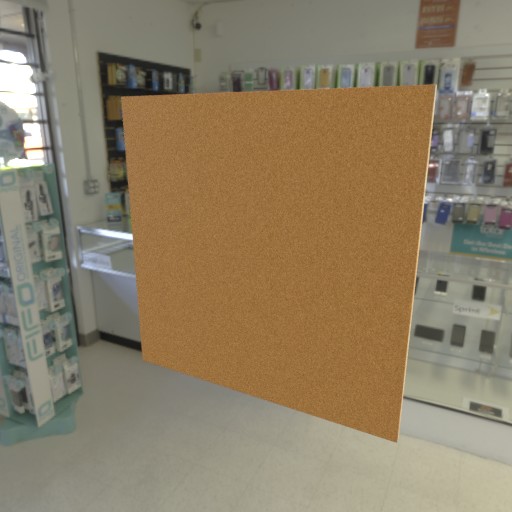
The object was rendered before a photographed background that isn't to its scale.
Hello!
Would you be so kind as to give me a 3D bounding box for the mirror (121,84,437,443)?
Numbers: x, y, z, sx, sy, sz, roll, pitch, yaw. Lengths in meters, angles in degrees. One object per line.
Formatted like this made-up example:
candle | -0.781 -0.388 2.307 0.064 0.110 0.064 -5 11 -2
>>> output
mirror | 0.000 0.000 1.160 0.804 0.804 0.061 9 19 28
